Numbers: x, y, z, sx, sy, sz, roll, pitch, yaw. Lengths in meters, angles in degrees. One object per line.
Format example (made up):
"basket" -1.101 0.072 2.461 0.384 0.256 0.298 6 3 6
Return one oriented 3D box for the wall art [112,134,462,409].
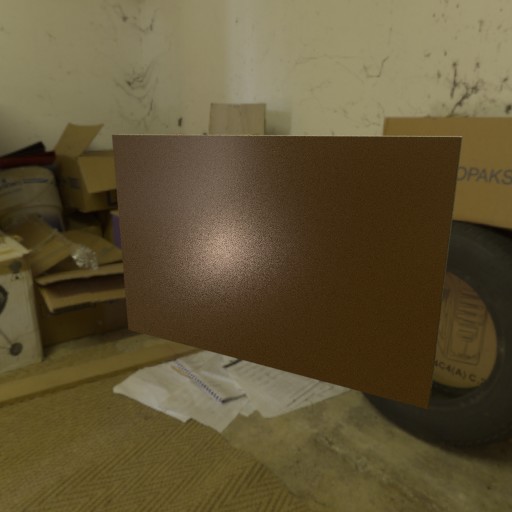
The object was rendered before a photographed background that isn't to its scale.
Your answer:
"wall art" 0.000 0.000 1.451 1.145 0.762 0.041 8 18 27
